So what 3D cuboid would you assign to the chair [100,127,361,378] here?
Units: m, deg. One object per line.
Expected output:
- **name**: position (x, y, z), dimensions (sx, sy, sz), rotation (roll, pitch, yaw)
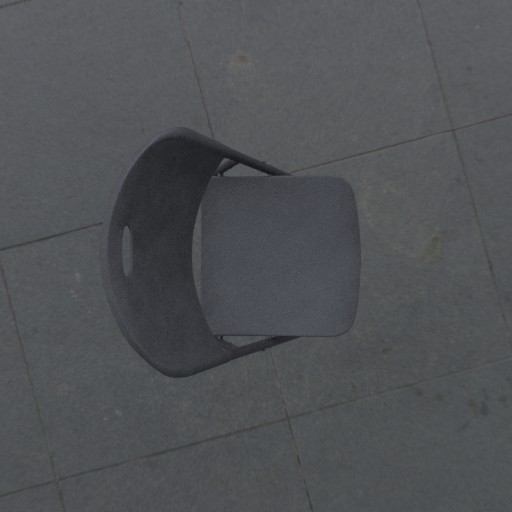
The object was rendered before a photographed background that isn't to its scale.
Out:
- **chair**: position (0.000, 0.000, 1.194), dimensions (0.567, 0.810, 0.494), rotation (0, 89, 0)
